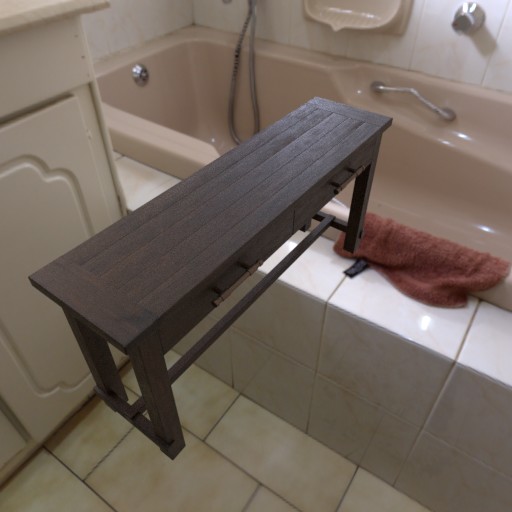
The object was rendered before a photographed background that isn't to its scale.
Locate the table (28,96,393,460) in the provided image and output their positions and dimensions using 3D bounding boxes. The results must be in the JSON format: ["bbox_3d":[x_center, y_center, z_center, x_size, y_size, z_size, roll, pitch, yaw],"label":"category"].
[{"bbox_3d":[0.000,0.000,1.899,0.442,0.762,1.599,26,48,26],"label":"table"}]
